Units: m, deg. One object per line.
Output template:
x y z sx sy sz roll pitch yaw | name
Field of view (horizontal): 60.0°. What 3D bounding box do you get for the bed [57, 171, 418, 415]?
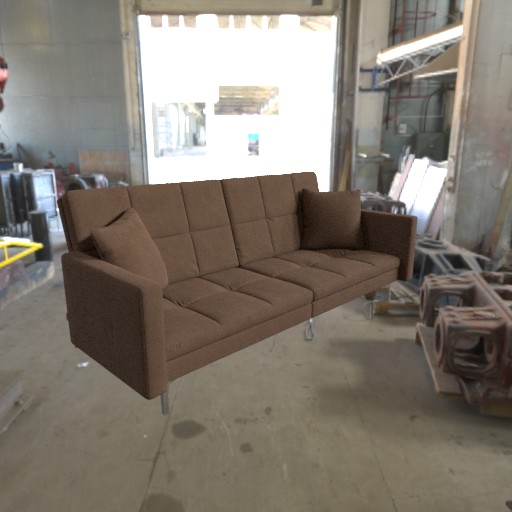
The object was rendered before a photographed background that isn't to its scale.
0.000 0.000 2.373 1.905 0.787 0.889 -14 21 -43 | bed
